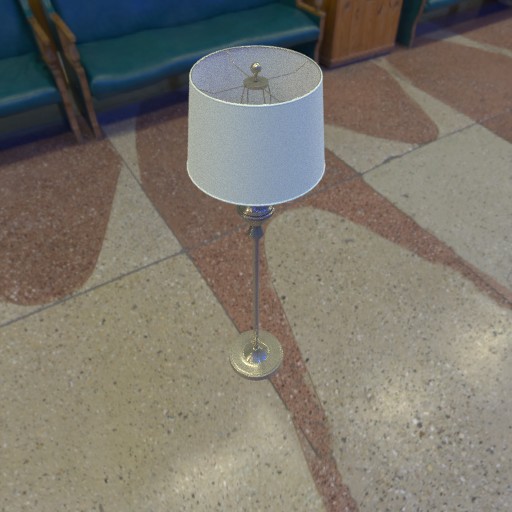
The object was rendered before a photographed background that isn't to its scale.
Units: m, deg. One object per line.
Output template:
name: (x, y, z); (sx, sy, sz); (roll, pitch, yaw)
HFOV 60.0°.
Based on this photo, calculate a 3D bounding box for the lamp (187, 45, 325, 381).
lamp: (0.000, 0.000, 1.706); (0.431, 1.488, 0.431); (0, 47, 0)
